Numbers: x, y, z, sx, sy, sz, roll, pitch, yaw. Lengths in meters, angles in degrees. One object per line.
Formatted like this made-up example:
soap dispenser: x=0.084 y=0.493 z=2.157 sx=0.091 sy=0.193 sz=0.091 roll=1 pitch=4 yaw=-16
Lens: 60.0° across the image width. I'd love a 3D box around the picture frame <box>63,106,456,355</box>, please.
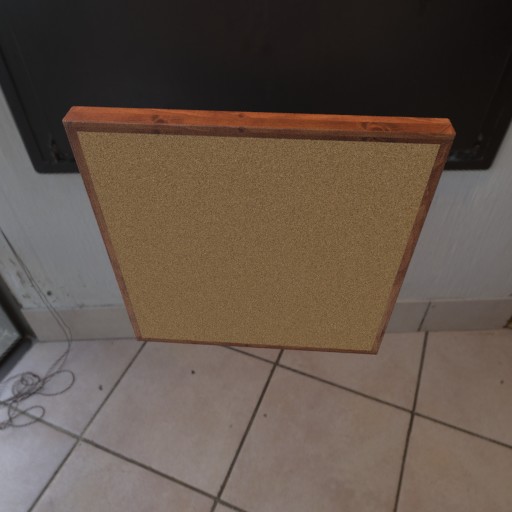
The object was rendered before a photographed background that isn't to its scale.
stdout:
picture frame: x=0.000 y=0.000 z=0.531 sx=0.352 sy=0.356 sz=0.028 roll=3 pitch=45 yaw=3
